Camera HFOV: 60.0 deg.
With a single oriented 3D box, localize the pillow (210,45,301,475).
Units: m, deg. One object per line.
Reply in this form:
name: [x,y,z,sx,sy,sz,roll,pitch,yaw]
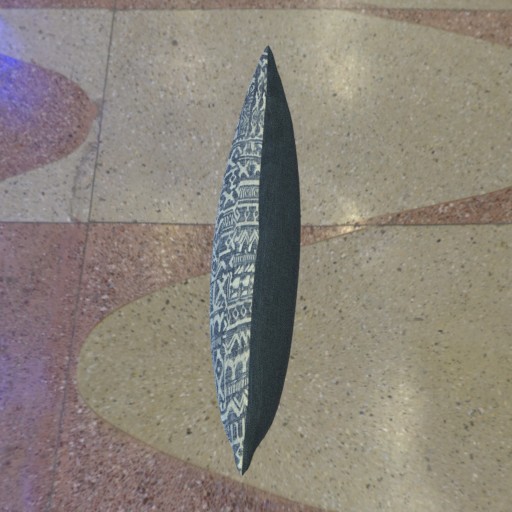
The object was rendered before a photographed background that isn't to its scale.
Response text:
pillow: [0.000,0.000,0.740,0.148,0.292,0.631,3,74,1]
